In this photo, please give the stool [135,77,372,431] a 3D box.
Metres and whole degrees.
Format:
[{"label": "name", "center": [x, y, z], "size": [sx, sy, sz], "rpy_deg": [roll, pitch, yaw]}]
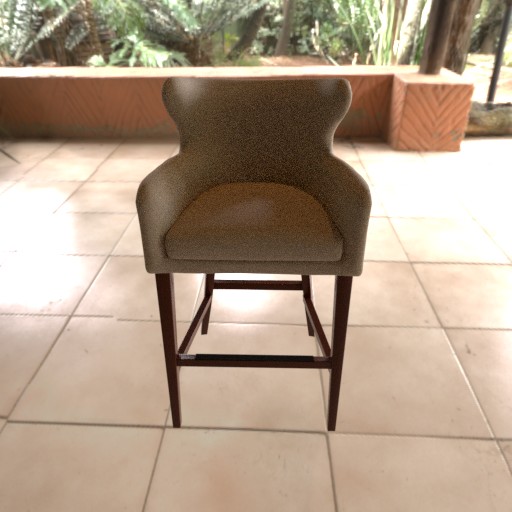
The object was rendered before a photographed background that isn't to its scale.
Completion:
[{"label": "stool", "center": [0.000, 0.000, 1.419], "size": [0.556, 1.034, 0.563], "rpy_deg": [1, 31, 1]}]
